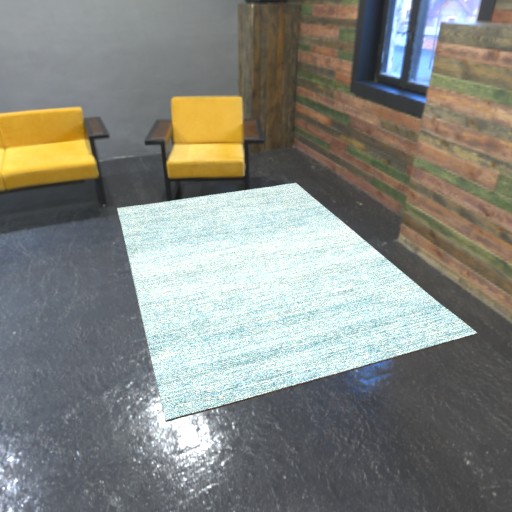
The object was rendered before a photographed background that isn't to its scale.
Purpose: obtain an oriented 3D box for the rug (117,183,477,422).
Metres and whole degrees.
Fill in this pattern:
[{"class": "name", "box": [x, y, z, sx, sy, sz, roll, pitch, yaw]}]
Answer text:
[{"class": "rug", "box": [0.000, 0.000, 2.951, 1.611, 0.026, 2.260, -10, 32, -17]}]
